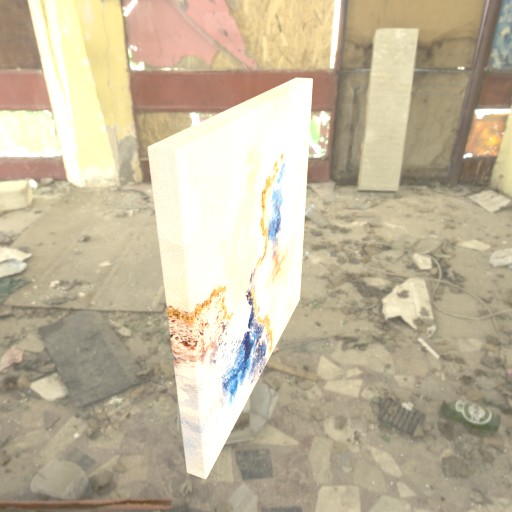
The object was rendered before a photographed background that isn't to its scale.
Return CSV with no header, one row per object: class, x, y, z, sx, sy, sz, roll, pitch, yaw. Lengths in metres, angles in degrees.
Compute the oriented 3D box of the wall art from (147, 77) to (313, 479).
wall art,0.000,0.000,1.588,0.071,1.061,1.061,11,31,18
